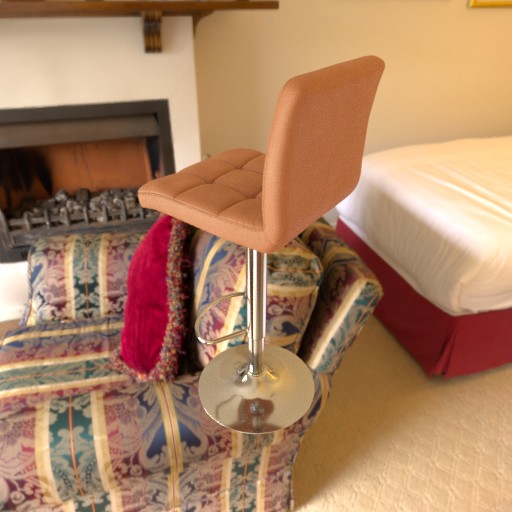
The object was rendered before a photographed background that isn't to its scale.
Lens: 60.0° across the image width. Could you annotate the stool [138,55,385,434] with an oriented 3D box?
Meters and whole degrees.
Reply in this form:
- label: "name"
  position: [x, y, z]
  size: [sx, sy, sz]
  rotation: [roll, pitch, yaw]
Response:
- label: "stool"
  position: [0.000, 0.000, 1.337]
  size: [0.505, 1.115, 0.430]
  rotation: [21, 37, 29]
